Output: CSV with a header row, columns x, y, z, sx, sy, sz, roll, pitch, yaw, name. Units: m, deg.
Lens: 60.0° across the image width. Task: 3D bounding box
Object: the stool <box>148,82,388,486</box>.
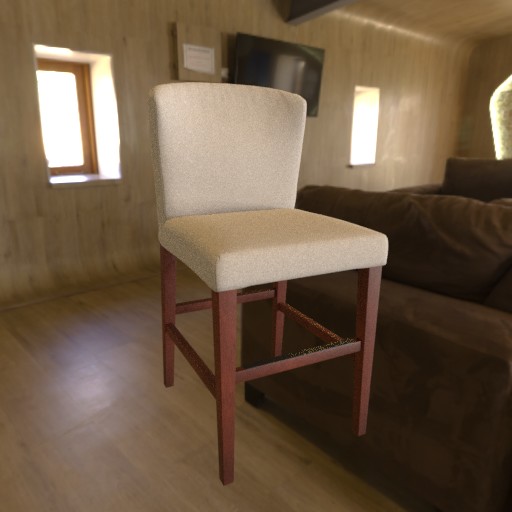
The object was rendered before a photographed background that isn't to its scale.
x,y,z,sx,sy,sz,roll,pitch,yaw,name
0.000,0.000,1.253,0.479,0.968,0.568,-7,17,-26,stool
